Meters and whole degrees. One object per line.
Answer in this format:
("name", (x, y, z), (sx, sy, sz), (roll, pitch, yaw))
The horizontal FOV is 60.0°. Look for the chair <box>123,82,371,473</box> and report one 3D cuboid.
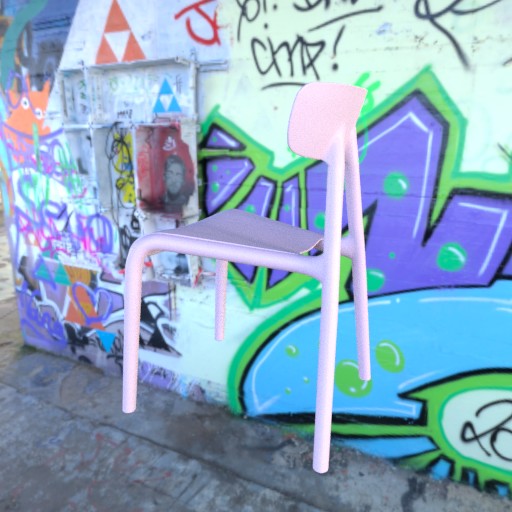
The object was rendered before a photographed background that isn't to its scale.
("chair", (0.000, 0.000, 0.832), (0.401, 0.580, 0.356), (8, 18, 26))
